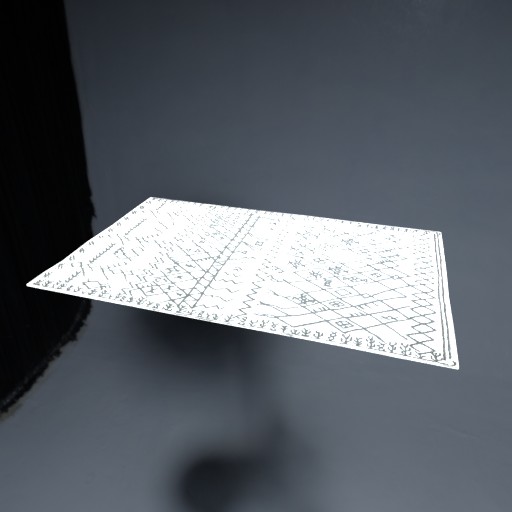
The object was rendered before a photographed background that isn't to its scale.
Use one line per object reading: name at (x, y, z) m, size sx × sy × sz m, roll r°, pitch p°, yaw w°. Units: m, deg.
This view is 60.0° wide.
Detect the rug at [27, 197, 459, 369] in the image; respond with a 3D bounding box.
rug at (0.000, 0.000, 3.013) m, size 2.444 × 0.012 × 1.530 m, roll 8°, pitch 30°, yaw 15°
